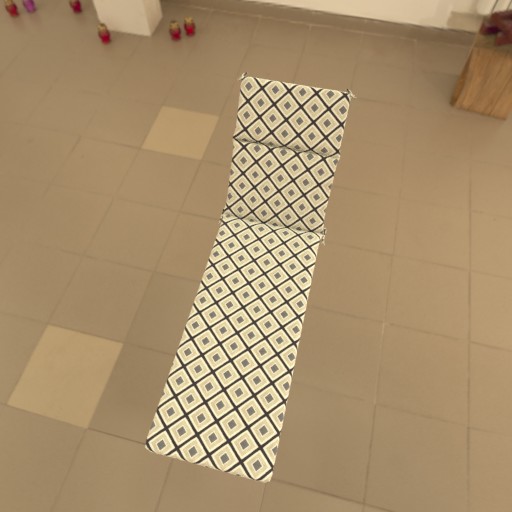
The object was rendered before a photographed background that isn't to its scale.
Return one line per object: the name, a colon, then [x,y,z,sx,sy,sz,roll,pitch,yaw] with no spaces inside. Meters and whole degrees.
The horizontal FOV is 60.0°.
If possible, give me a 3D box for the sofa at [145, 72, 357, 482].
sofa: [0.000,0.000,1.929,0.582,0.622,1.663,12,60,7]
